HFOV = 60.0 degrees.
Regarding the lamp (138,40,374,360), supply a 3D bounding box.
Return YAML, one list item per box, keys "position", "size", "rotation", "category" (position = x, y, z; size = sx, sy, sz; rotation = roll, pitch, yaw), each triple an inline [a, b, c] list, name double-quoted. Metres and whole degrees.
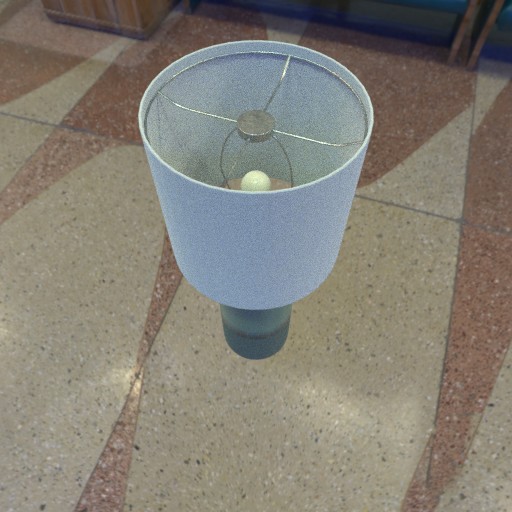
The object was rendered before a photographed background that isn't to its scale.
- position: [0.000, 0.000, 0.607]
  size: [0.212, 0.493, 0.212]
  rotation: [17, 58, 11]
  category: "lamp"
